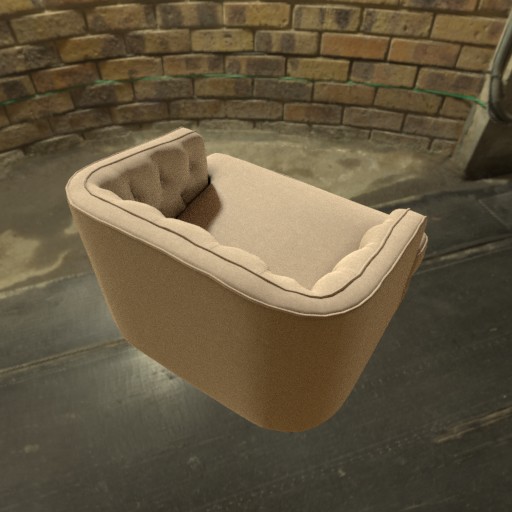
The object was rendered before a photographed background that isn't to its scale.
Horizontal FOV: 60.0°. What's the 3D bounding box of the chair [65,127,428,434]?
[{"bbox_3d":[0.000,0.000,1.739,1.104,0.852,0.941,25,51,22],"label":"chair"}]
